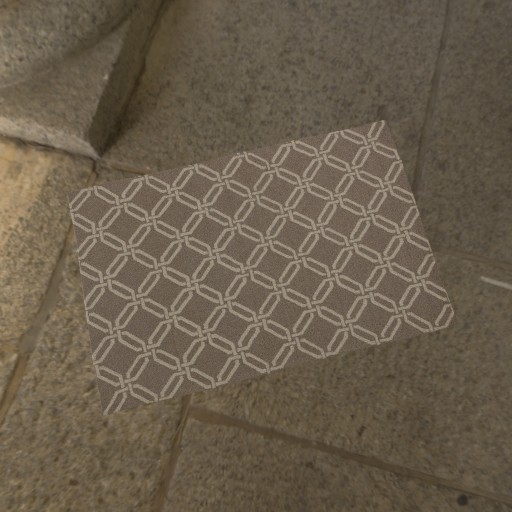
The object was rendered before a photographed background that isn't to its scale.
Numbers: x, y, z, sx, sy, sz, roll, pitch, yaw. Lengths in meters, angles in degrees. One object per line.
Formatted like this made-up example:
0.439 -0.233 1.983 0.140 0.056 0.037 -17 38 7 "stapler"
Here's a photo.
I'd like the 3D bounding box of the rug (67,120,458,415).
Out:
0.000 0.000 2.221 1.748 0.010 1.142 -14 77 -3 "rug"
